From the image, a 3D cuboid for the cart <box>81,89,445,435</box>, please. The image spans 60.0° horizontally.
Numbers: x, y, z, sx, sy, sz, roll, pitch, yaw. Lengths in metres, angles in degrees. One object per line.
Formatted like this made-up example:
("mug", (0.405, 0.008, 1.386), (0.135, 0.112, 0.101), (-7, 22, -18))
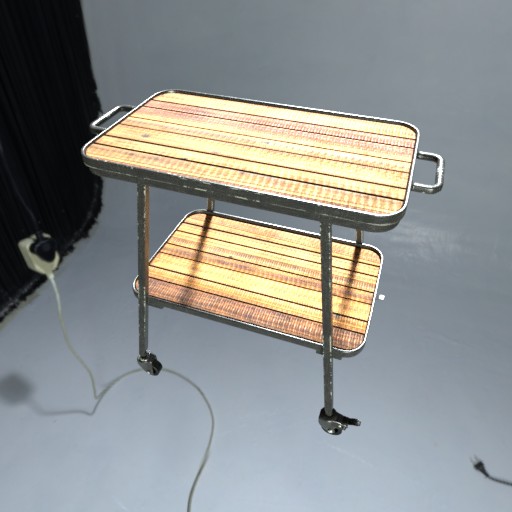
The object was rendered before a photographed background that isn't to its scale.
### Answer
("cart", (0.000, 0.000, 1.223), (0.806, 0.700, 0.515), (13, 43, 15))
